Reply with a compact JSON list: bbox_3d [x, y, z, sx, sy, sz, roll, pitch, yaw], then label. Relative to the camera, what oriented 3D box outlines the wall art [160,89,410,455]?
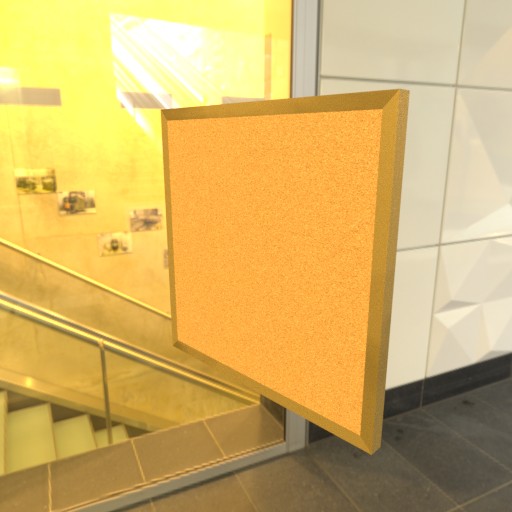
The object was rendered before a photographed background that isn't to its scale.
[{"bbox_3d":[0.000,0.000,1.158,0.038,0.762,0.762,-14,20,-43],"label":"wall art"}]
